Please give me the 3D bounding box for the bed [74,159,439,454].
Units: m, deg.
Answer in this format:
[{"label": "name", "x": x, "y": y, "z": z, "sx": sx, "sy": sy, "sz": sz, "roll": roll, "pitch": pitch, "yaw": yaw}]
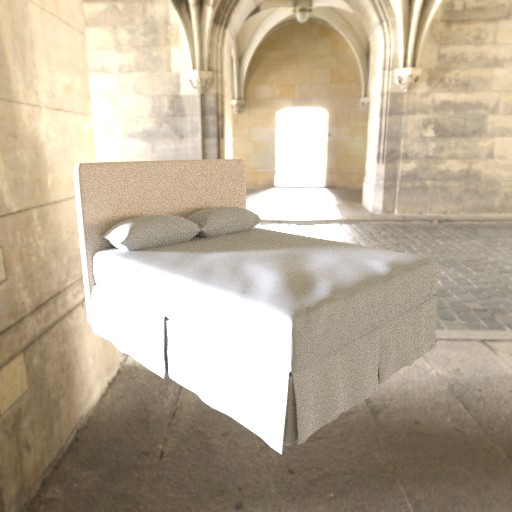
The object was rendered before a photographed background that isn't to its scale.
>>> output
[{"label": "bed", "x": 0.000, "y": 0.000, "z": 3.238, "sx": 2.142, "sy": 1.330, "sz": 1.748, "roll": 13, "pitch": 19, "yaw": 43}]
